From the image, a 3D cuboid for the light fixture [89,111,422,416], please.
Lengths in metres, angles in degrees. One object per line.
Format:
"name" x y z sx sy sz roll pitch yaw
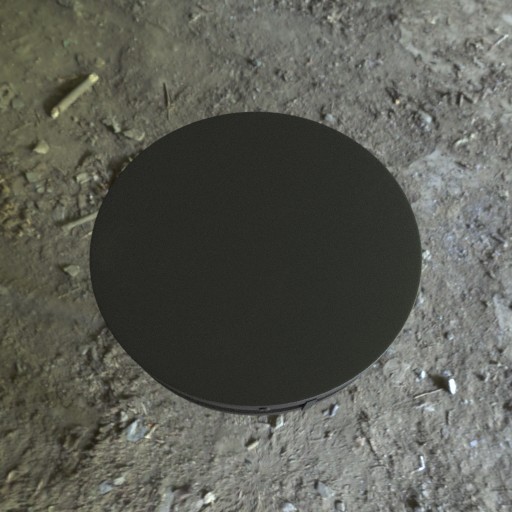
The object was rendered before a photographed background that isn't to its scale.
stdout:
"light fixture" 0.000 0.000 0.521 0.356 0.102 0.356 0 64 0
